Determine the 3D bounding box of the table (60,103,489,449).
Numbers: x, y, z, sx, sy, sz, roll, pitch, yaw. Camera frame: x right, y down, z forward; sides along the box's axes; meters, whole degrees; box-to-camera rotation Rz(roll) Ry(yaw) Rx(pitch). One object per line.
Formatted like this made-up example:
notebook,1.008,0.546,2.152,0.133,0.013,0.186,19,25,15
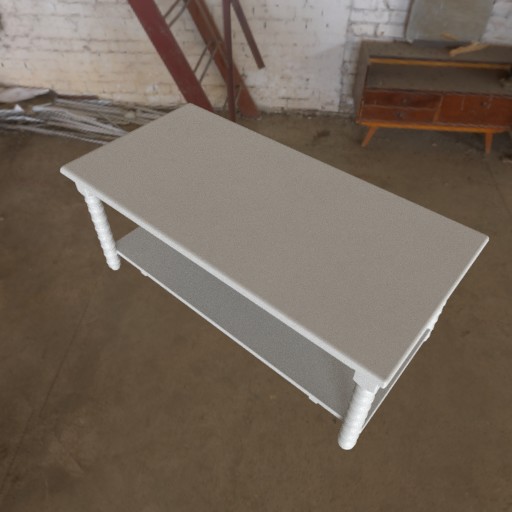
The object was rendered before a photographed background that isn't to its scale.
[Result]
table,0.000,0.000,1.477,1.171,0.487,0.580,31,54,27
